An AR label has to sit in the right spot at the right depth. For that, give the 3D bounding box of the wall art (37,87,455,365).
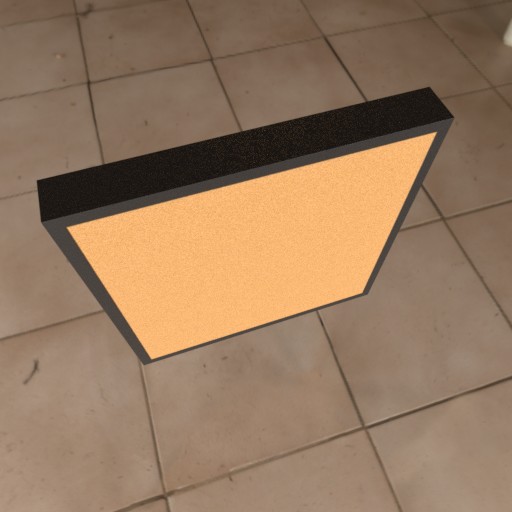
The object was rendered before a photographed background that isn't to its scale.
[{"bbox_3d":[0.000,0.000,0.448,0.304,0.304,0.038,-16,60,-9],"label":"wall art"}]
